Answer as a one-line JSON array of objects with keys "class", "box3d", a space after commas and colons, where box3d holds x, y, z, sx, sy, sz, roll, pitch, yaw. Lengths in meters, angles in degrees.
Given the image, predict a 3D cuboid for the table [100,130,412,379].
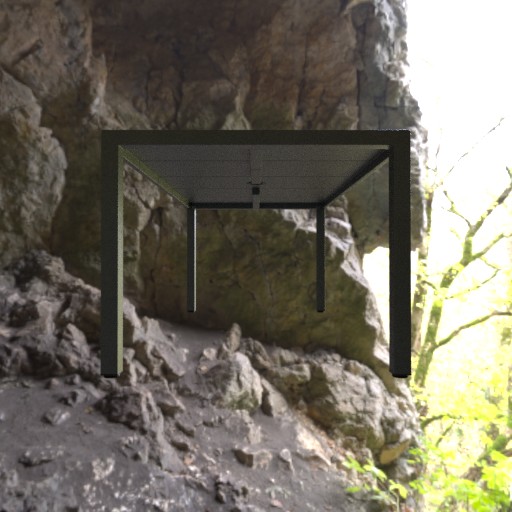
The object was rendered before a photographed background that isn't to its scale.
[{"class": "table", "box3d": [0.000, 0.000, 2.141, 0.914, 0.735, 1.680, 0, -1, 0]}]
